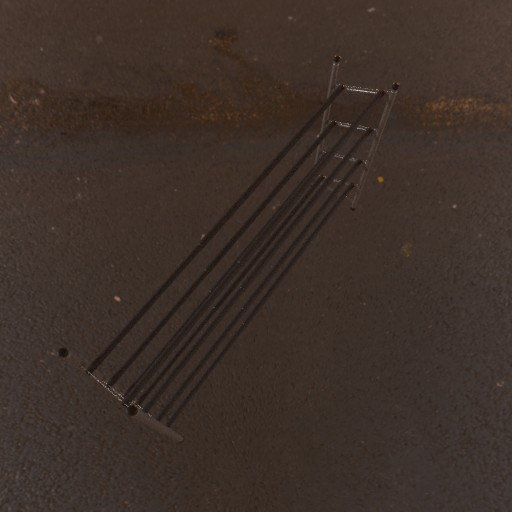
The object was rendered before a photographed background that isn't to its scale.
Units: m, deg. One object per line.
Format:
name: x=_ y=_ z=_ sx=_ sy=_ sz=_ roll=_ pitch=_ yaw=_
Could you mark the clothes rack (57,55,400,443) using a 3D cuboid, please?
clothes rack: x=0.000 y=0.000 z=1.437 sx=0.229 sy=0.672 sz=1.168 roll=33 pitch=67 yaw=16
